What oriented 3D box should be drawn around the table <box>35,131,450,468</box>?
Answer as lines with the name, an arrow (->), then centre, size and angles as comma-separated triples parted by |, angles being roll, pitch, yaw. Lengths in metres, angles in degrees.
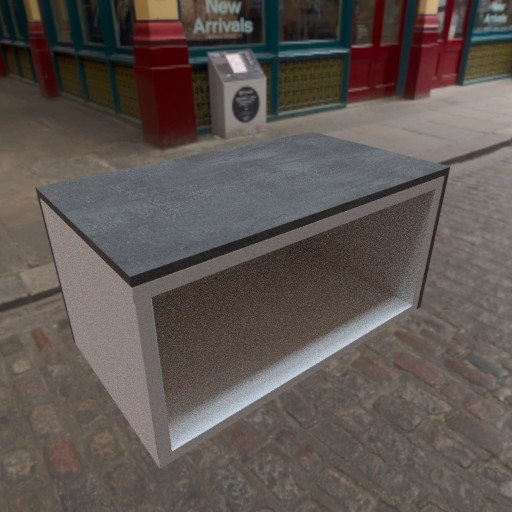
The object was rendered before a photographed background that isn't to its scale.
table -> 0.000, 0.000, 0.936 | 0.700, 0.350, 0.400 | -21, 35, -33
